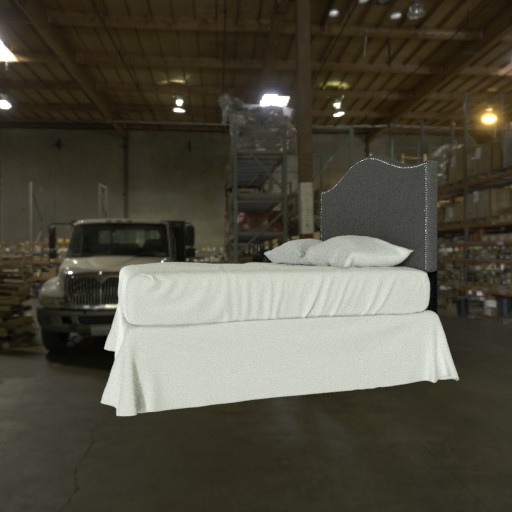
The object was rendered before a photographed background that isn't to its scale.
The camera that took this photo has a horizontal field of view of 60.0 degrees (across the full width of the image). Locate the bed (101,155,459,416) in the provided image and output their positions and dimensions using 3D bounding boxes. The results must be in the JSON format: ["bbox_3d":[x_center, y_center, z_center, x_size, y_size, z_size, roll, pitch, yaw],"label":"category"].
[{"bbox_3d":[0.000,0.000,3.391,2.221,1.645,1.876,0,0,-18],"label":"bed"}]
